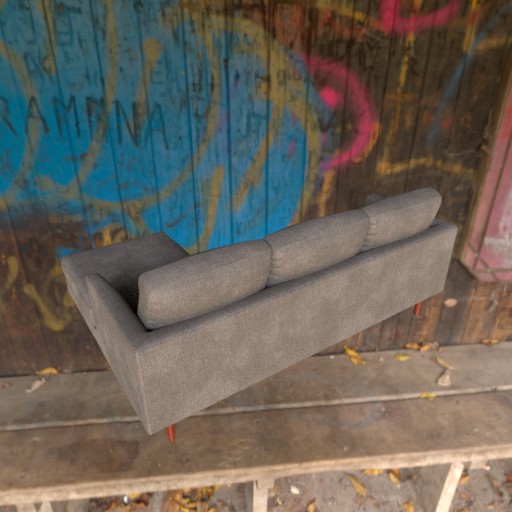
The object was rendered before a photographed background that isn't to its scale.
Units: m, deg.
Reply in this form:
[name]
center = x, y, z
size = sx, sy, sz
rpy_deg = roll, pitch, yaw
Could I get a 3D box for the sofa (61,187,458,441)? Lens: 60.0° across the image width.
[sofa]
center = 0.000, 0.000, 3.020
size = 2.233, 0.956, 1.504
rpy_deg = -18, 33, -30
